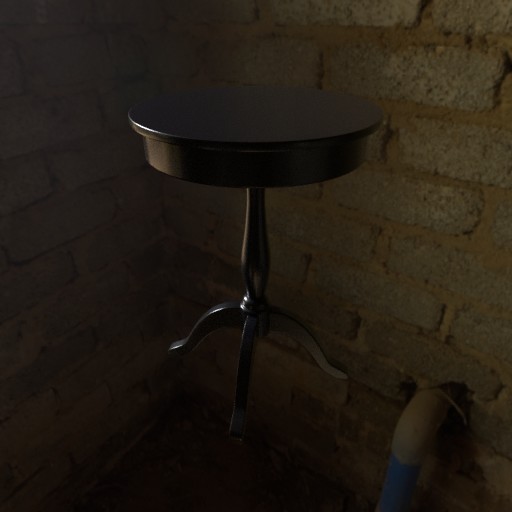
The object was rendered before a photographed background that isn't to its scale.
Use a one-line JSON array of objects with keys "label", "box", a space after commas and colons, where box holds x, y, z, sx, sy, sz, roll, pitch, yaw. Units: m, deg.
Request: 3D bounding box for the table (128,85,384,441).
[{"label": "table", "box": [0.000, 0.000, 1.019, 0.481, 0.665, 0.481, 0, 30, 0]}]
